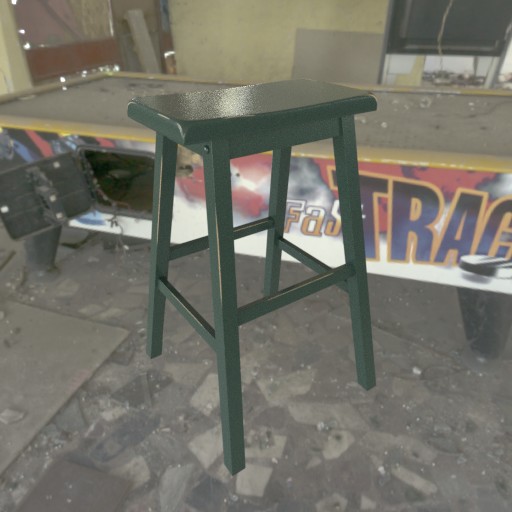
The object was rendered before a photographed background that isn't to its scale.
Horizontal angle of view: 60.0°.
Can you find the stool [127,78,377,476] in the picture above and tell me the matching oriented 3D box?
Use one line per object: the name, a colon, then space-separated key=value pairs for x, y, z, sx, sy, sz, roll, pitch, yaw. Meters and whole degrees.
stool: x=0.000 y=0.000 z=1.064 sx=0.457 sy=0.737 sz=0.476 roll=-19 pitch=35 yaw=-30
